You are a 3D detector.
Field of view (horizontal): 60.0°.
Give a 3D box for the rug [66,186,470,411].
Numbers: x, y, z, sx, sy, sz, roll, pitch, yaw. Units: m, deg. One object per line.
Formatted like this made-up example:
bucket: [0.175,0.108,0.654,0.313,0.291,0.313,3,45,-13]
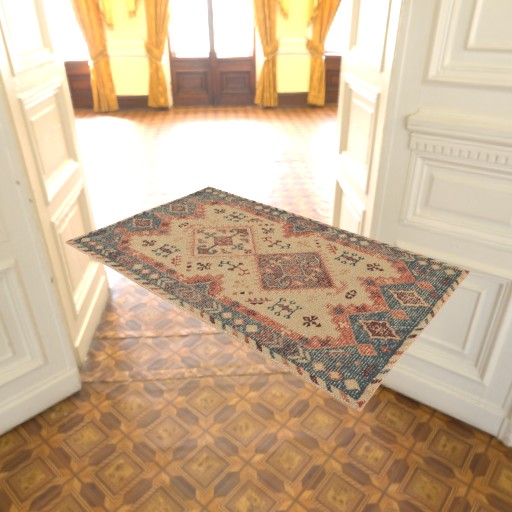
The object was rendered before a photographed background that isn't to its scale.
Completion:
rug: [0.000,0.000,3.135,2.464,0.023,1.521,23,37,34]
